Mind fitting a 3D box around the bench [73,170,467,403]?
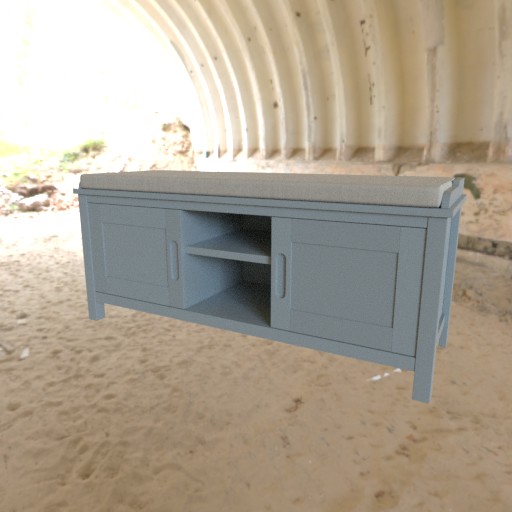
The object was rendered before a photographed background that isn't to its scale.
[{"bbox_3d":[0.000,0.000,1.392,1.140,0.501,0.398,7,15,28],"label":"bench"}]
